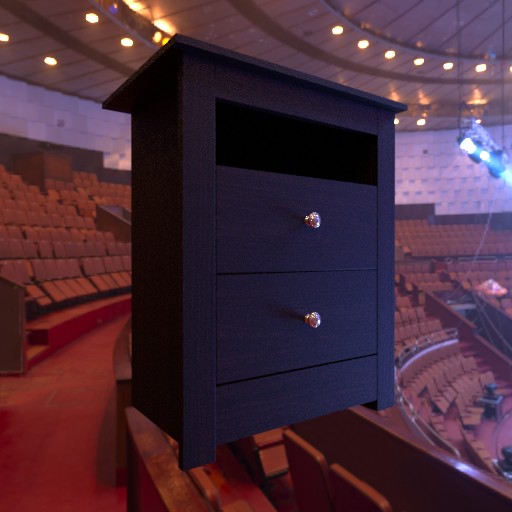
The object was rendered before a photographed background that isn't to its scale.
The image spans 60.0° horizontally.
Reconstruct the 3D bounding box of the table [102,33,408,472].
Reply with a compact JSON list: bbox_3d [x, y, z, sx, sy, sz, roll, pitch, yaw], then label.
[{"bbox_3d":[0.000,0.000,1.037,0.591,0.711,0.406,0,0,-35],"label":"table"}]
